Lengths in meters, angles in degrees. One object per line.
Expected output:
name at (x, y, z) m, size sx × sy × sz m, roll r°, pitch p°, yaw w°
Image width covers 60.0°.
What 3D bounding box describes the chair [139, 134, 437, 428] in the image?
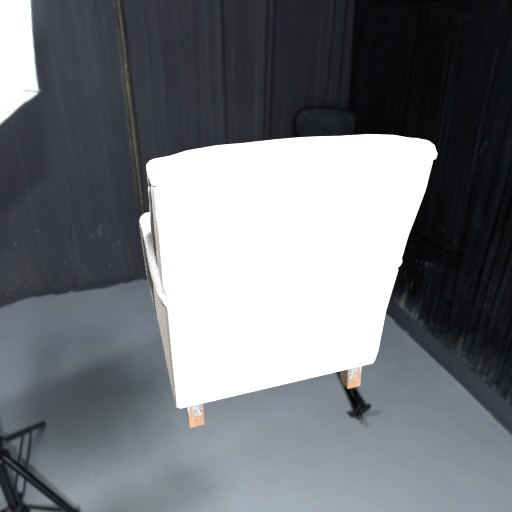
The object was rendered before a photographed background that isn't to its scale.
chair at (0.000, 0.000, 1.839) m, size 0.879 × 1.119 × 0.953 m, roll -8°, pitch 28°, yaw -16°
